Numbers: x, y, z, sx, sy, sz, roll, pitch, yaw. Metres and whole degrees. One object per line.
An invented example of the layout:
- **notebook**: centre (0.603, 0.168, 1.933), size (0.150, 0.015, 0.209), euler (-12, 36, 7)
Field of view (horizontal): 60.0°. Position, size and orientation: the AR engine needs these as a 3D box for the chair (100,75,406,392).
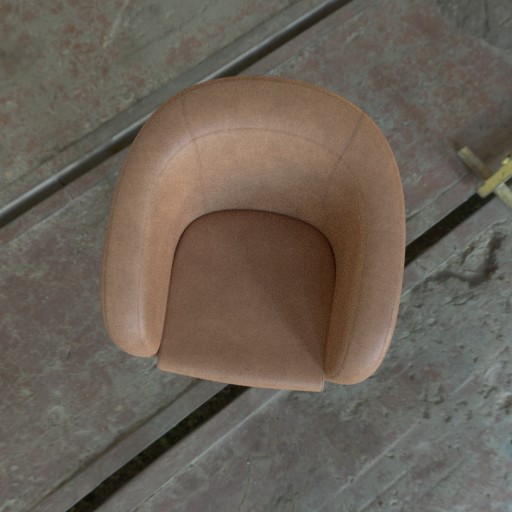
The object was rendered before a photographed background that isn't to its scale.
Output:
- **chair**: centre (0.000, 0.000, 1.443), size (0.791, 0.771, 0.815), euler (7, 76, 2)
